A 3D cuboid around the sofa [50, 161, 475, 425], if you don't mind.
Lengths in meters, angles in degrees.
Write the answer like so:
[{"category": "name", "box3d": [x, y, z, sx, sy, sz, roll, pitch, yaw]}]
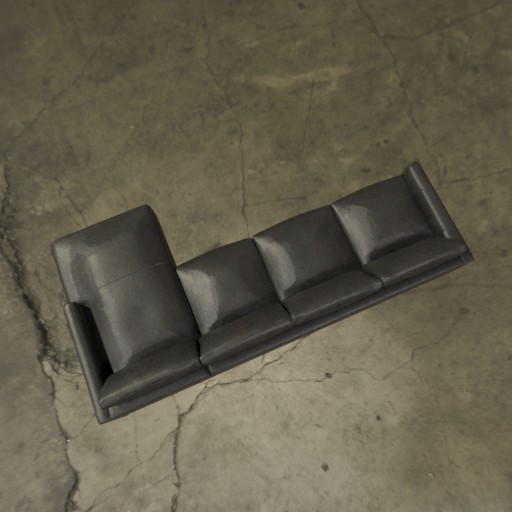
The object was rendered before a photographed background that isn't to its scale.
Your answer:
[{"category": "sofa", "box3d": [0.000, 0.000, 3.563, 2.993, 0.859, 1.471, -23, 77, -6]}]
